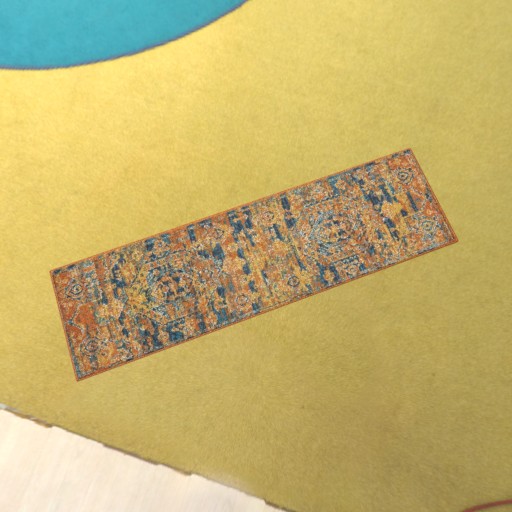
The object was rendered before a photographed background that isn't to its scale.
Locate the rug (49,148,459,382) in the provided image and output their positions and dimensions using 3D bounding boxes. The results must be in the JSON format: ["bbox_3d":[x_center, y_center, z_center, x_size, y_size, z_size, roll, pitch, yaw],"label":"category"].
[{"bbox_3d":[0.000,0.000,2.549,2.274,0.016,0.651,-19,75,-5],"label":"rug"}]
